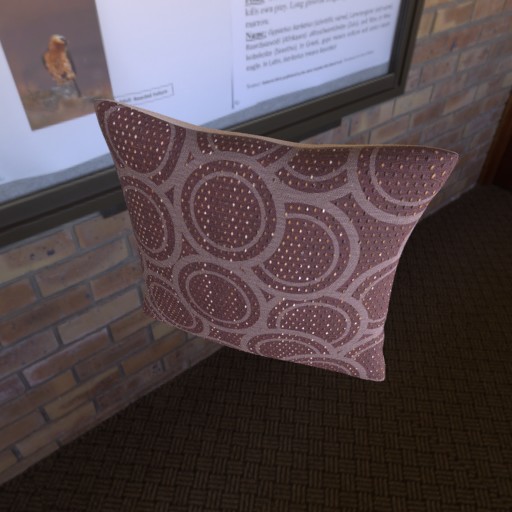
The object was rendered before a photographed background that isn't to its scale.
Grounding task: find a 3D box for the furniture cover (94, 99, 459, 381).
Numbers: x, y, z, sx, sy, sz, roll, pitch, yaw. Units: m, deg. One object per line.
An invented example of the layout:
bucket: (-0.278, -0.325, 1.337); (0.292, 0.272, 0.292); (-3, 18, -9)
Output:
furniture cover: (0.000, 0.000, 0.801); (0.552, 0.509, 0.193); (13, 43, 14)
